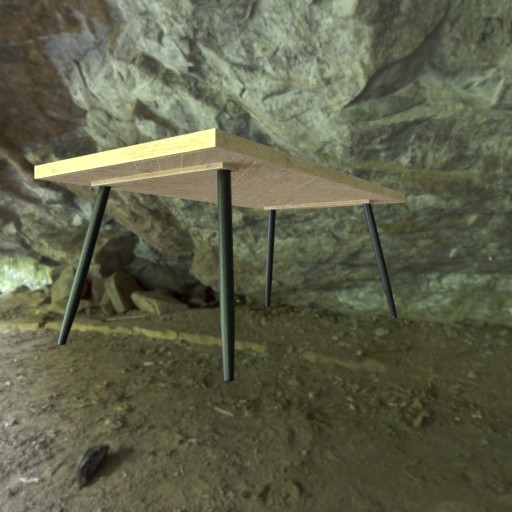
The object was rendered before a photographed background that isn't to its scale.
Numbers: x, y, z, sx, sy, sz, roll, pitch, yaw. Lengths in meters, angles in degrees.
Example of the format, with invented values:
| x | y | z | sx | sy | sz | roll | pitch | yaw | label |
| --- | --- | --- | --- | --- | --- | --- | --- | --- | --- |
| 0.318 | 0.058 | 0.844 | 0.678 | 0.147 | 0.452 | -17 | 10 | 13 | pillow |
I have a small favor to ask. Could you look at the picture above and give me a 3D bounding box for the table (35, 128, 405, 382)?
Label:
| x | y | z | sx | sy | sz | roll | pitch | yaw | label |
| --- | --- | --- | --- | --- | --- | --- | --- | --- | --- |
| 0.000 | 0.000 | 2.306 | 0.991 | 0.762 | 1.803 | 0 | 1 | 35 | table |
